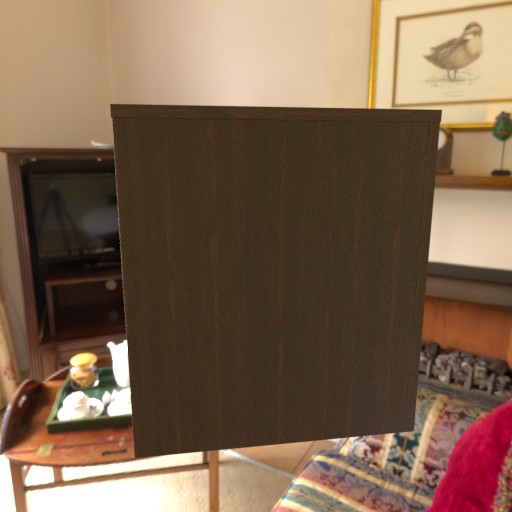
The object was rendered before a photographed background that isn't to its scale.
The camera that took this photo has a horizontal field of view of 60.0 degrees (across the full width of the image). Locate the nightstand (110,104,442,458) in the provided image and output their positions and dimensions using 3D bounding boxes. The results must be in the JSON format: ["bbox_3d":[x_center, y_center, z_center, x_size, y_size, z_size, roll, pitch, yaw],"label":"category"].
[{"bbox_3d":[0.000,0.000,0.795,0.400,0.460,0.461,-2,12,-8],"label":"nightstand"}]
